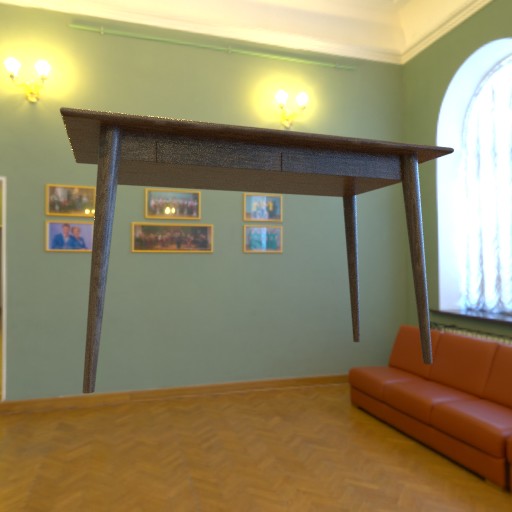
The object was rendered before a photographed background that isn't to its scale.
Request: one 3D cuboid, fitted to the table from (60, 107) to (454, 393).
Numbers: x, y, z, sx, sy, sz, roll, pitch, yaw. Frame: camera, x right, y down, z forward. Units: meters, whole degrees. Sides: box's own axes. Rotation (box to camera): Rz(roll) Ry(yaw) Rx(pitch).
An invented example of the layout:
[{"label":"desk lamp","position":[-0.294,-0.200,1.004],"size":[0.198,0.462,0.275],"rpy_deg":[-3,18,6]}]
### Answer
[{"label":"table","position":[0.000,0.000,1.662],"size":[1.300,0.780,0.599],"rpy_deg":[0,-1,-18]}]
